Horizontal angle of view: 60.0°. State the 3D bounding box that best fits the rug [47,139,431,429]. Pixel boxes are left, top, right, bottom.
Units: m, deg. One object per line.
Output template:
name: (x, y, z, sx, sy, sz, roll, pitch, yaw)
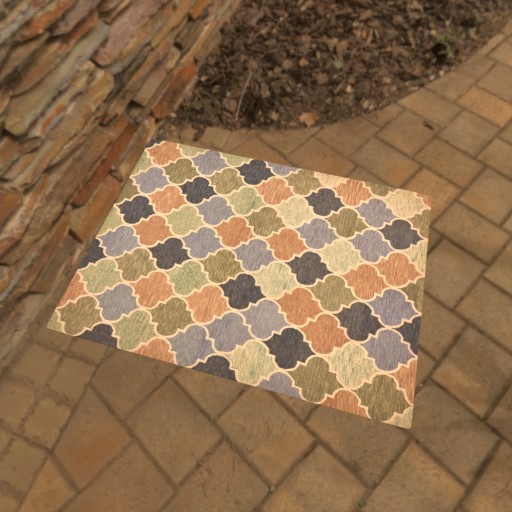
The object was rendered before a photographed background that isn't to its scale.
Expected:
rug: (0.000, 0.000, 4.319, 3.200, 0.013, 2.439, 13, 60, 8)
